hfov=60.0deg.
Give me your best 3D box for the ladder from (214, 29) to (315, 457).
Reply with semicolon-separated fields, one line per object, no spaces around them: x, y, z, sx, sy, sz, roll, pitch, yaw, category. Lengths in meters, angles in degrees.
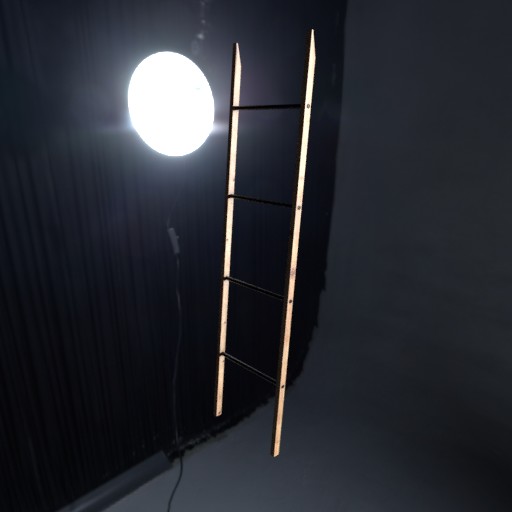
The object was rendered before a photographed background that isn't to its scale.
0.000;0.000;1.992;0.200;1.805;0.442;-16;23;-42;ladder
